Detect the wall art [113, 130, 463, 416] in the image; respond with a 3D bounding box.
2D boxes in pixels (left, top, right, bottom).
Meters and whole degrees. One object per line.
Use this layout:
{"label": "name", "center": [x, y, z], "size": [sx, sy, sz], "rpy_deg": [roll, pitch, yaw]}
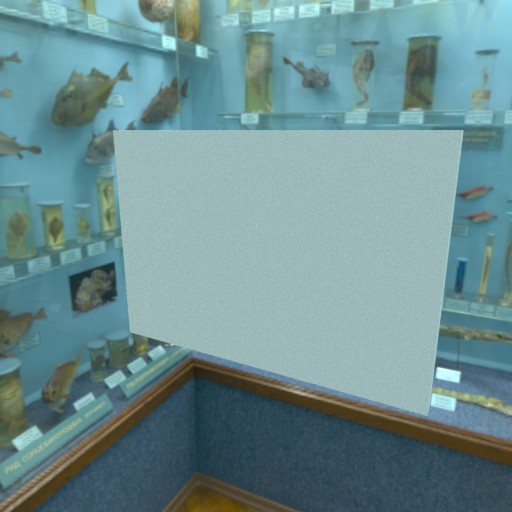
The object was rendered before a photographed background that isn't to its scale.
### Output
{"label": "wall art", "center": [0.000, 0.000, 1.655], "size": [1.308, 0.902, 0.051], "rpy_deg": [8, 18, 28]}
